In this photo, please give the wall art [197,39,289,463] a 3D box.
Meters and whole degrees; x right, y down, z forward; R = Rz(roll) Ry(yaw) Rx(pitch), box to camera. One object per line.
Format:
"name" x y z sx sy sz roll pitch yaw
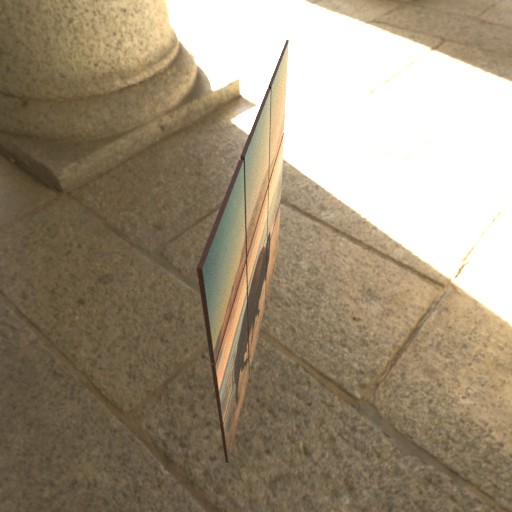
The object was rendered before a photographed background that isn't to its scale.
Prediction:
"wall art" 0.000 0.000 1.786 0.019 1.218 1.221 9 48 8
